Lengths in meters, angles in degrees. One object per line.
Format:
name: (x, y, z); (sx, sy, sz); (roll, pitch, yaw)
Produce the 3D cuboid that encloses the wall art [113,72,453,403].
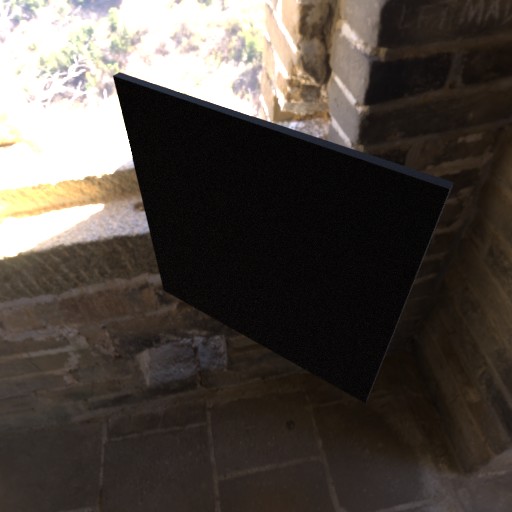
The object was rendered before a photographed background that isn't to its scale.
wall art: (0.000, 0.000, 0.684); (0.456, 0.458, 0.013); (25, 51, 22)
